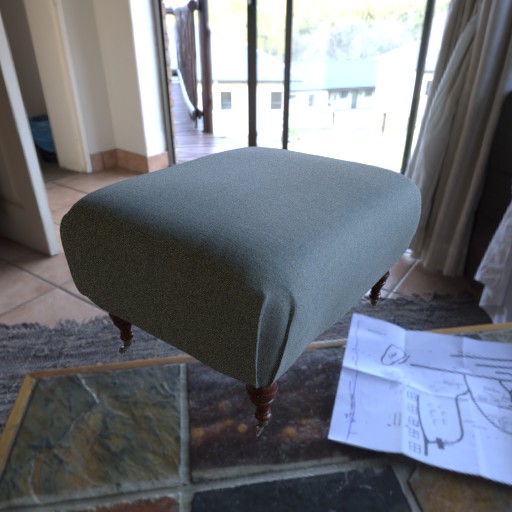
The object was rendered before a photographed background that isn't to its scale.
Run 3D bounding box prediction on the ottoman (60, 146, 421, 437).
[{"bbox_3d":[0.000,0.000,1.146,0.622,0.450,0.747,19,33,32],"label":"ottoman"}]
